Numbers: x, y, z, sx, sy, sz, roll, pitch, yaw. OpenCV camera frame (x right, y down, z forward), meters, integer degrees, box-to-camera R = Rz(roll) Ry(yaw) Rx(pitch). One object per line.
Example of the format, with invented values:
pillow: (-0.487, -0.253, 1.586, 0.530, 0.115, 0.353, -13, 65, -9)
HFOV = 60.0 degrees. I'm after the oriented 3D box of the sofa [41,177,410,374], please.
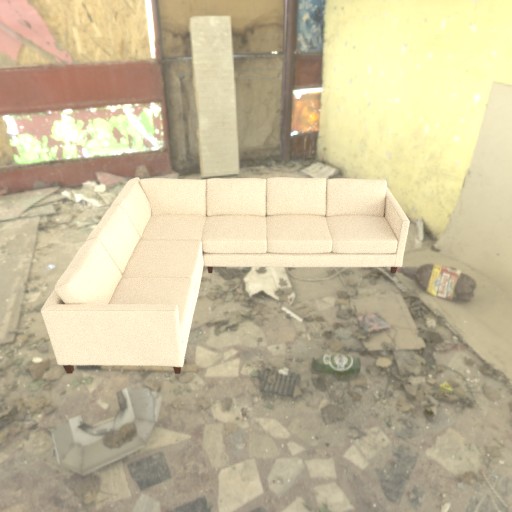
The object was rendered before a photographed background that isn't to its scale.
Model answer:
sofa: (0.000, 0.000, 4.419, 3.182, 0.863, 2.432, 0, 31, 0)
